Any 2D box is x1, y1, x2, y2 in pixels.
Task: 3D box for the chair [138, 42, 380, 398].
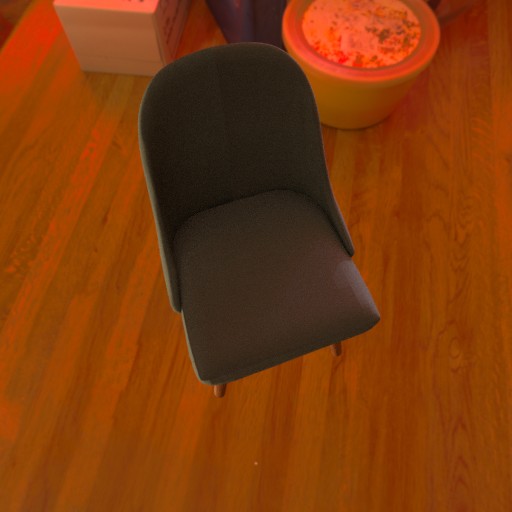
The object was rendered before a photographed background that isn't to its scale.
[{"bbox_3d":[0.000,0.000,1.208,0.503,0.882,0.589,-17,66,-8],"label":"chair"}]
